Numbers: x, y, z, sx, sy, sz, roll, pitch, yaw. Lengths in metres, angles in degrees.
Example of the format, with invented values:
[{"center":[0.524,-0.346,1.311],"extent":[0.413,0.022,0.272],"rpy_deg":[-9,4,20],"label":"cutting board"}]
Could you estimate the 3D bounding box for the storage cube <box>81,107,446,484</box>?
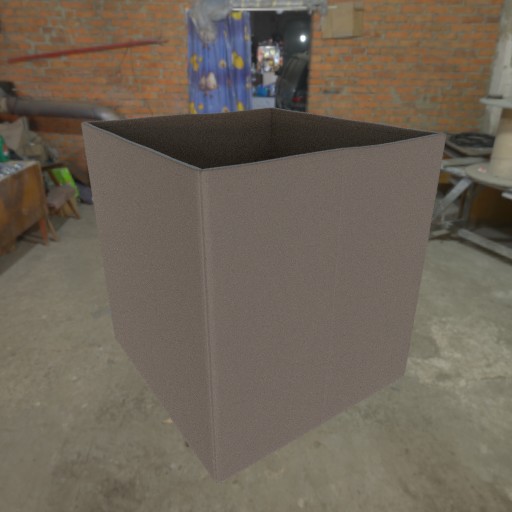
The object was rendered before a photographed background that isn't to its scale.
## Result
[{"center":[0.000,0.000,0.494],"extent":[0.270,0.280,0.270],"rpy_deg":[-16,29,-31],"label":"storage cube"}]
